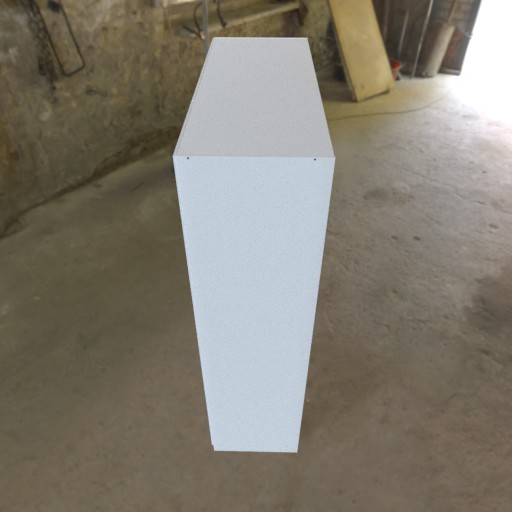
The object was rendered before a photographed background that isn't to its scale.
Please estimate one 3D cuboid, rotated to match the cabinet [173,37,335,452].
[{"bbox_3d":[0.000,0.000,2.458,0.510,1.910,1.290,1,41,1],"label":"cabinet"}]
